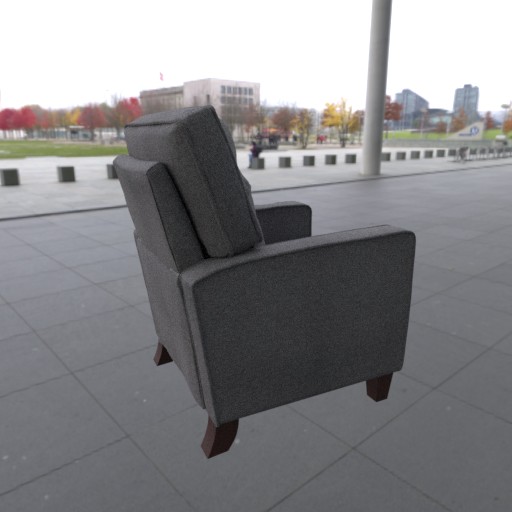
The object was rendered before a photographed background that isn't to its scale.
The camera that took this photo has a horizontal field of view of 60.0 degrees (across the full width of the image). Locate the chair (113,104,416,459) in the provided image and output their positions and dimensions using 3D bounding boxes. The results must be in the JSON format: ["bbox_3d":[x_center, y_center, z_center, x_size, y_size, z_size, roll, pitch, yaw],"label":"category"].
[{"bbox_3d":[0.000,0.000,1.420,0.775,0.889,0.650,-7,17,-25],"label":"chair"}]
